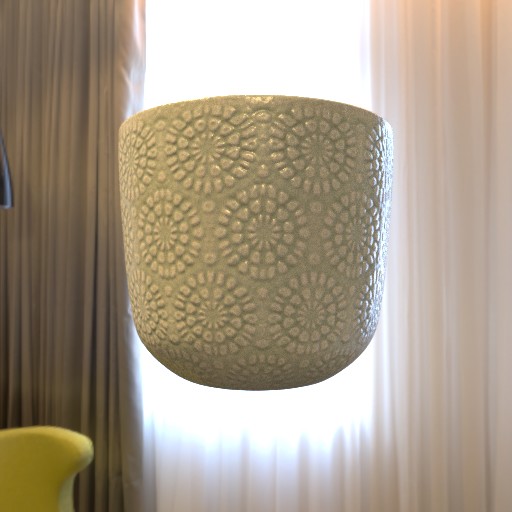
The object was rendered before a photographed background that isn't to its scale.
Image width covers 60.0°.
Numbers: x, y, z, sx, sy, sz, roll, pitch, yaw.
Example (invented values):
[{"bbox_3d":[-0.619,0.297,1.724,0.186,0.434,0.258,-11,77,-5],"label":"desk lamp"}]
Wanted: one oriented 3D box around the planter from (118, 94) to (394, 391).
[{"bbox_3d":[0.000,0.000,0.209,0.124,0.109,0.124,0,0,0],"label":"planter"}]
